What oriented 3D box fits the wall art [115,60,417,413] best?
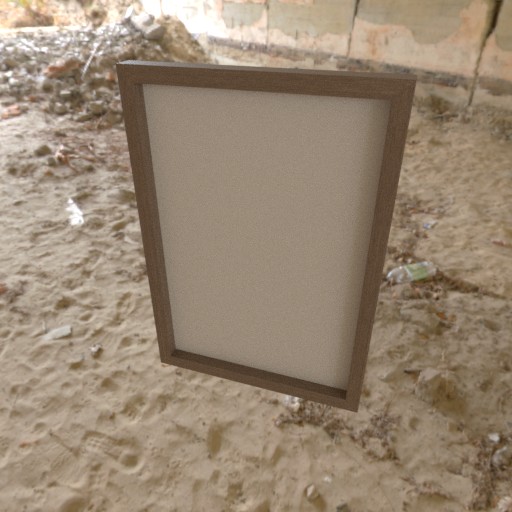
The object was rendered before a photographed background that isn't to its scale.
[{"bbox_3d":[0.000,0.000,0.648,0.358,0.510,0.032,10,33,16],"label":"wall art"}]
